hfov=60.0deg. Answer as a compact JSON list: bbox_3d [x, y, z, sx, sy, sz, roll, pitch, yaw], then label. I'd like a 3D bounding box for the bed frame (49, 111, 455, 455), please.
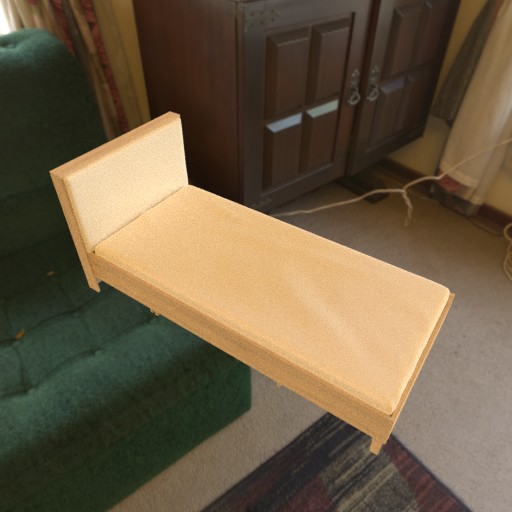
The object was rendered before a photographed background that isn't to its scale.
[{"bbox_3d":[0.000,0.000,2.650,2.140,0.920,0.990,24,47,25],"label":"bed frame"}]
